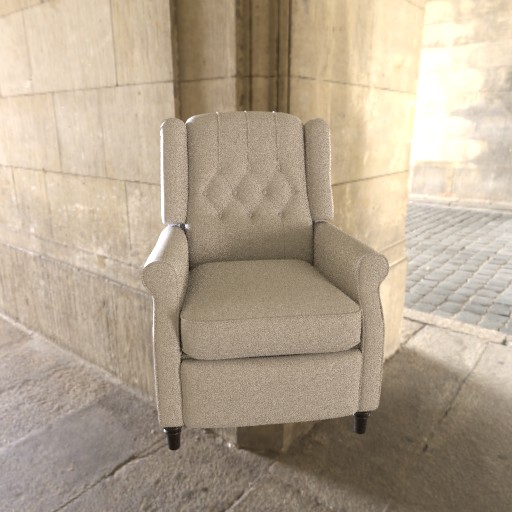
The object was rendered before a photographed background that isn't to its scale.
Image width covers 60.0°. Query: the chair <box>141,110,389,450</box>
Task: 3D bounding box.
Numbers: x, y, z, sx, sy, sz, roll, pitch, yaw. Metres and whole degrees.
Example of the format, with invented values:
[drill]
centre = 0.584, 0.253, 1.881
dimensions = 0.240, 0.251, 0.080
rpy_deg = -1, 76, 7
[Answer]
[chair]
centre = 0.000, 0.000, 1.626
dimensions = 0.742, 1.035, 0.902
rpy_deg = -2, 16, -7
